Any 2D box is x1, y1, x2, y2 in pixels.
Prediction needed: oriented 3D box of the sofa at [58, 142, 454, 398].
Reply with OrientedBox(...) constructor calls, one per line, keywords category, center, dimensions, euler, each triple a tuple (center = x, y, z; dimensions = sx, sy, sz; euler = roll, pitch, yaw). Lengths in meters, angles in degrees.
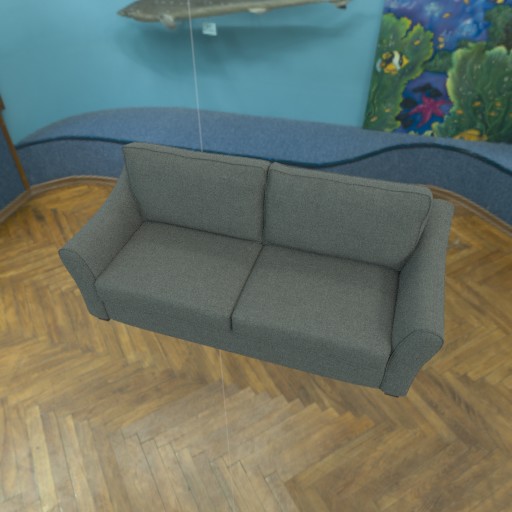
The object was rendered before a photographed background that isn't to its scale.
OrientedBox(category="sofa", center=(0.000, 0.000, 2.758), dimensions=(2.203, 0.976, 1.013), euler=(12, 43, 13))
